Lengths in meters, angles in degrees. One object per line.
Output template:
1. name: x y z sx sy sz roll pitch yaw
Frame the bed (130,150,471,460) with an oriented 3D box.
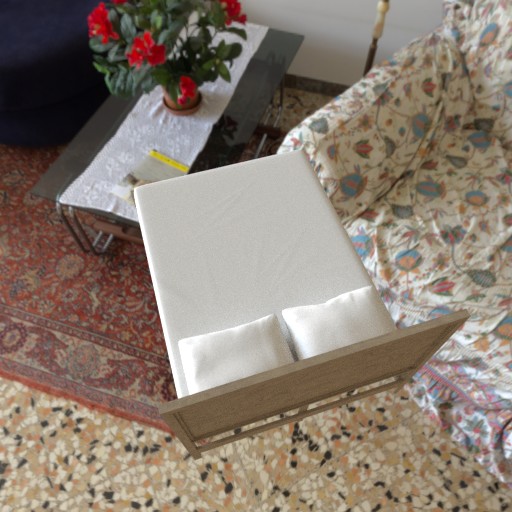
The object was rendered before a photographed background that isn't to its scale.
1. bed: 0.000 0.000 3.269 1.606 1.369 2.189 -15 59 -9
